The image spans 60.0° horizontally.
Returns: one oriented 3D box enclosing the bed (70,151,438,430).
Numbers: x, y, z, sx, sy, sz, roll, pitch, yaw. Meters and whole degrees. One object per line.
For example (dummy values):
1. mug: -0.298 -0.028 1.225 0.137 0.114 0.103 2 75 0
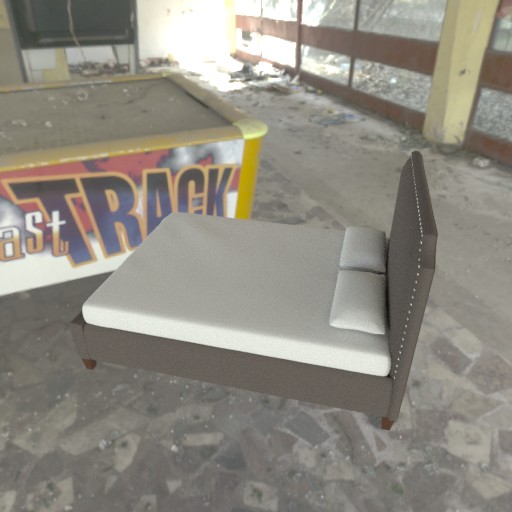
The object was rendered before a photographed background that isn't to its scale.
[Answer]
1. bed: 0.000 0.000 3.504 2.372 1.443 1.713 8 32 12
